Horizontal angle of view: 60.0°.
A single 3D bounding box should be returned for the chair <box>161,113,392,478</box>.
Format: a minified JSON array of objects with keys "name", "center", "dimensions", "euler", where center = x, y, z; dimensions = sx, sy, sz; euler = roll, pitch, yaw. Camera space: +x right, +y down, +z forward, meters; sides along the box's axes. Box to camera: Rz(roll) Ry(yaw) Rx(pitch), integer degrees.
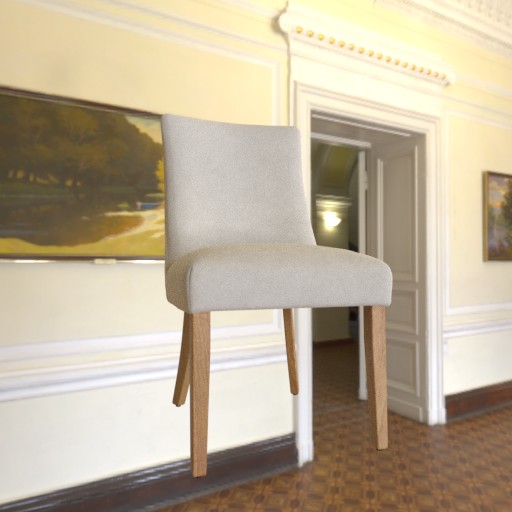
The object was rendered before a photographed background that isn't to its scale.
[{"name":"chair","center":[0.000,0.000,1.231],"dimensions":[0.495,0.902,0.610],"euler":[0,-1,-18]}]
